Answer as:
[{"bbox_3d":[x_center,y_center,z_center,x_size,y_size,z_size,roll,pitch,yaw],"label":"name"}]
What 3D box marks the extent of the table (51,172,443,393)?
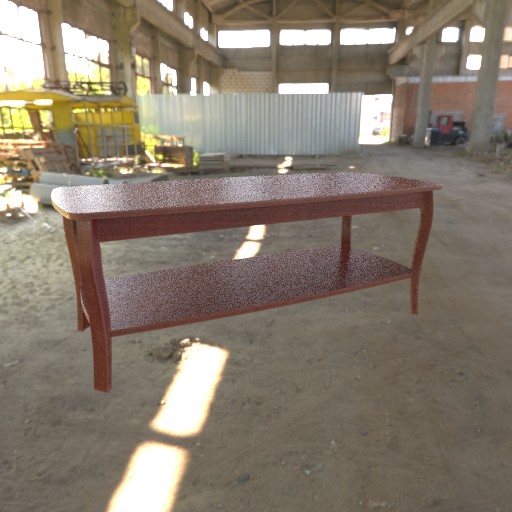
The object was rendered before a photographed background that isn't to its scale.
[{"bbox_3d":[0.000,0.000,1.506,1.216,0.473,0.561,-8,18,-26],"label":"table"}]
